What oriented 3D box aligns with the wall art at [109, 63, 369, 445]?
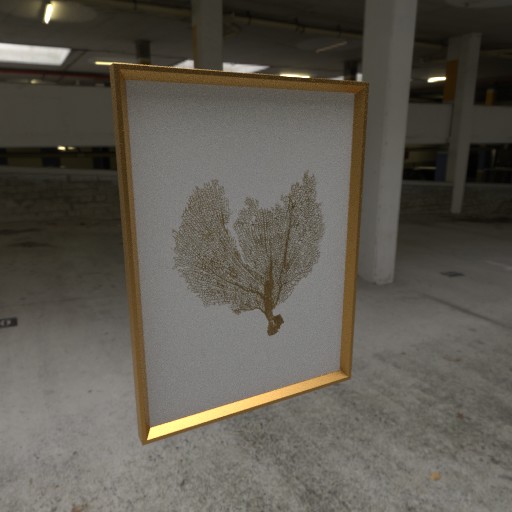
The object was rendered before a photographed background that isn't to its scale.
[{"bbox_3d":[0.000,0.000,1.065,0.610,0.812,0.038,-8,17,-27],"label":"wall art"}]
